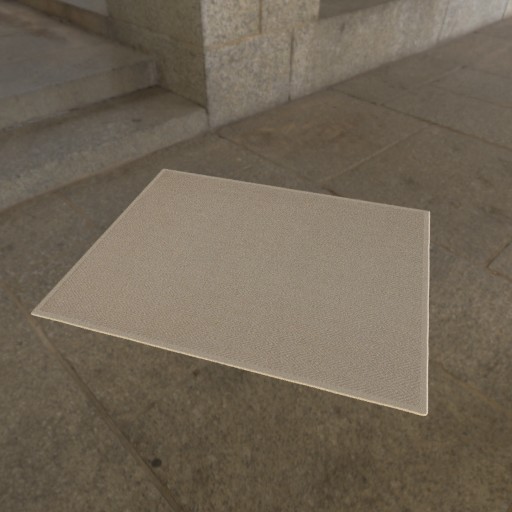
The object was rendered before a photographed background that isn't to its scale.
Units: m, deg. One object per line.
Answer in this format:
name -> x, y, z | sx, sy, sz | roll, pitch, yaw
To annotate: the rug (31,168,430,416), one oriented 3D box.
rug -> 0.000, 0.000, 4.075 | 3.051, 0.020, 2.407 | 11, 42, 13
